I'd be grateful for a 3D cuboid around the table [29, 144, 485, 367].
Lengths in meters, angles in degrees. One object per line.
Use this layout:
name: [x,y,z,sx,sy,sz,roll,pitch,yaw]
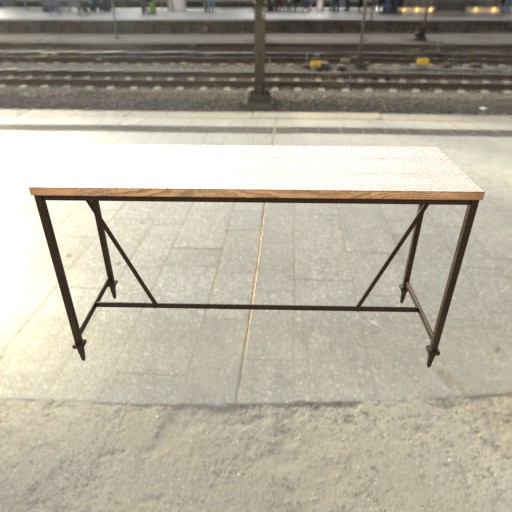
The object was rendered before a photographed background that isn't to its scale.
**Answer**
table: [0.000,0.000,2.107,1.700,0.902,0.551,1,31,1]
